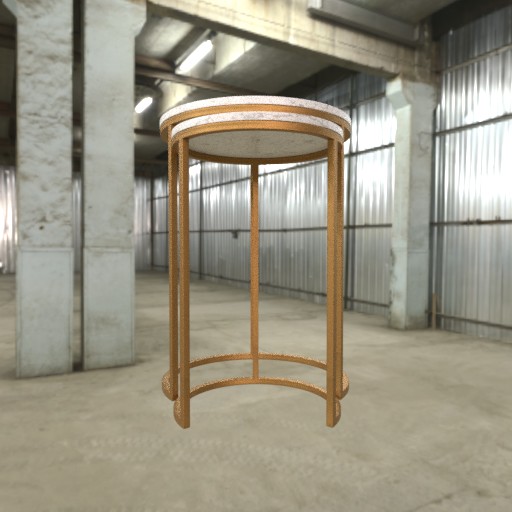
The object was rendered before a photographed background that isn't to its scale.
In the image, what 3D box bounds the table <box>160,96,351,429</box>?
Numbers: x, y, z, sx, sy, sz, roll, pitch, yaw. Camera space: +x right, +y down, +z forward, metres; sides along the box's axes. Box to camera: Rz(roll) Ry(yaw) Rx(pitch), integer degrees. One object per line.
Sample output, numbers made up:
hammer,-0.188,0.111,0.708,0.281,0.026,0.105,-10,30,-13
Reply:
table,0.000,0.000,0.903,0.400,0.550,0.507,0,2,-1
